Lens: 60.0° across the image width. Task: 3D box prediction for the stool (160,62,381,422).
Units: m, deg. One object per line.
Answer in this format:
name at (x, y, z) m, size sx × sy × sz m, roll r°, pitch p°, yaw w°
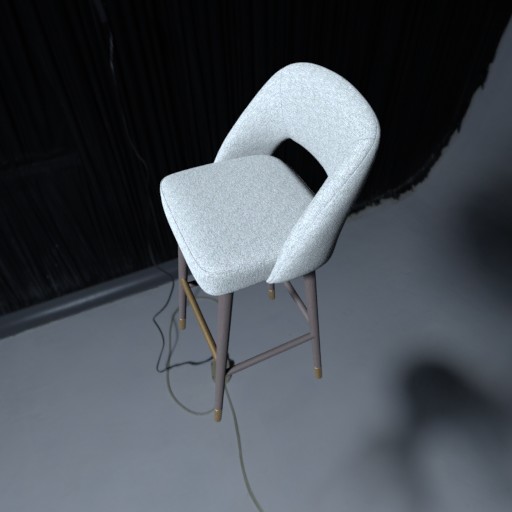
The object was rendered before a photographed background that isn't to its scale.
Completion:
stool at (0.000, 0.000, 1.447) m, size 0.524 × 1.089 × 0.536 m, roll -17°, pitch 48°, yaw -16°
